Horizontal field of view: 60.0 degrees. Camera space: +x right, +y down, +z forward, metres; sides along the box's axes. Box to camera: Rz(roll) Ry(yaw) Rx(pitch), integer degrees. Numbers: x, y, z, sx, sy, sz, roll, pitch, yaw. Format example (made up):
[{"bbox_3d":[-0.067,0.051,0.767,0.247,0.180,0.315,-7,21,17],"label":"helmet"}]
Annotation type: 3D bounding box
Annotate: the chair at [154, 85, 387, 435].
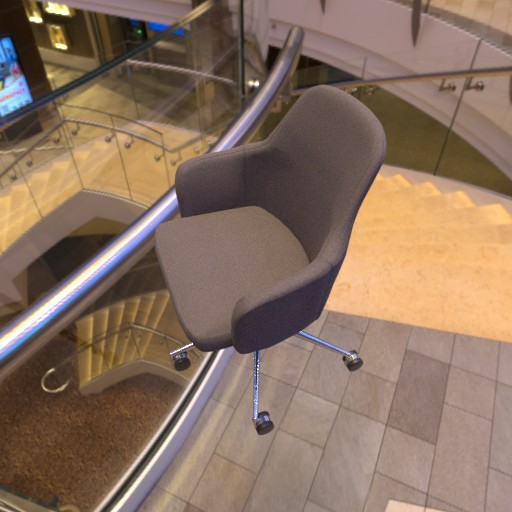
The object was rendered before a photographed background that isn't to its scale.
[{"bbox_3d":[0.000,0.000,1.264,0.600,0.820,0.655,-16,47,-15],"label":"chair"}]
